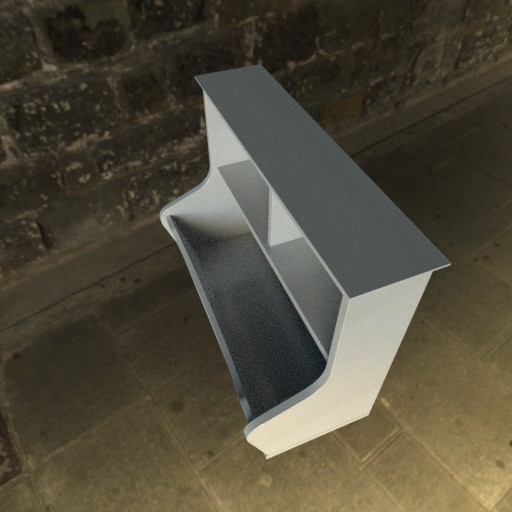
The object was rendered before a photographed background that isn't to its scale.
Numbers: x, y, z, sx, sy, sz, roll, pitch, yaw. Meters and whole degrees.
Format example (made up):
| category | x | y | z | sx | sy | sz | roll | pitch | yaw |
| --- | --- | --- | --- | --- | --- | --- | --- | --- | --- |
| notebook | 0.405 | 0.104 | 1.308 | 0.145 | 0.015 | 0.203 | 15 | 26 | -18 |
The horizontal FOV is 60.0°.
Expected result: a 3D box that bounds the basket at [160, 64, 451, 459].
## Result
| category | x | y | z | sx | sy | sz | roll | pitch | yaw |
| --- | --- | --- | --- | --- | --- | --- | --- | --- | --- |
| basket | 0.000 | 0.000 | 1.124 | 0.350 | 0.600 | 0.780 | -17 | 49 | -15 |
